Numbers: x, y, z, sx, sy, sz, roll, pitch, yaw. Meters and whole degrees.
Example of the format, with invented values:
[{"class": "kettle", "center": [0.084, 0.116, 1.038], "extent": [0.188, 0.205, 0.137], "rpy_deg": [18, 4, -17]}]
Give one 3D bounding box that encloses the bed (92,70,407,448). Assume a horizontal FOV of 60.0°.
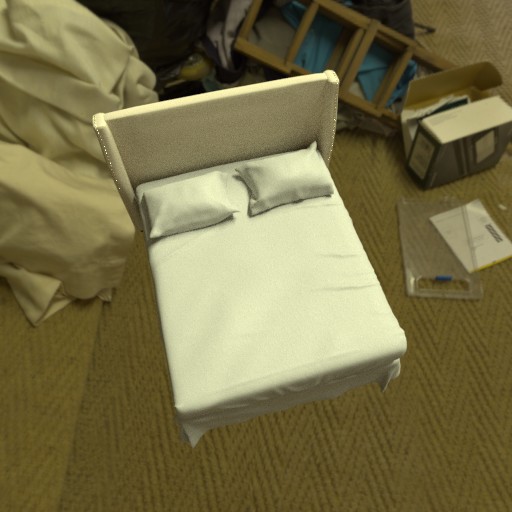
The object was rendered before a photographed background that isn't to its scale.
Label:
[{"class": "bed", "center": [0.000, 0.000, 3.431], "extent": [1.925, 1.332, 2.276], "rpy_deg": [-13, 62, -7]}]
